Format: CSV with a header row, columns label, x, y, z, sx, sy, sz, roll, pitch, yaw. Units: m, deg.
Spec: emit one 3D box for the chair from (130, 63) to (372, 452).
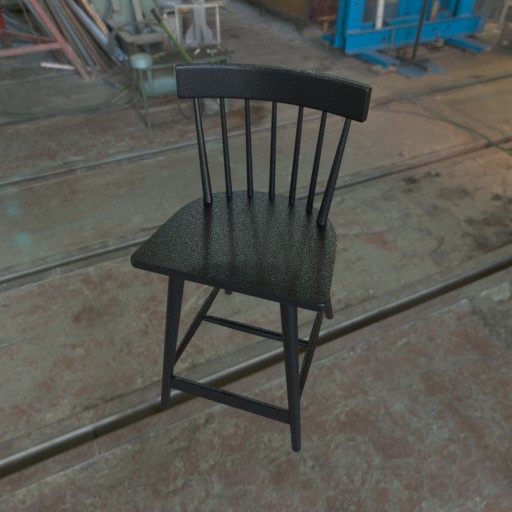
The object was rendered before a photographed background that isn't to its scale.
label,x,y,z,sx,sy,sz,roll,pitch,yaw
chair,0.000,0.000,1.261,0.483,0.952,0.572,12,42,14
